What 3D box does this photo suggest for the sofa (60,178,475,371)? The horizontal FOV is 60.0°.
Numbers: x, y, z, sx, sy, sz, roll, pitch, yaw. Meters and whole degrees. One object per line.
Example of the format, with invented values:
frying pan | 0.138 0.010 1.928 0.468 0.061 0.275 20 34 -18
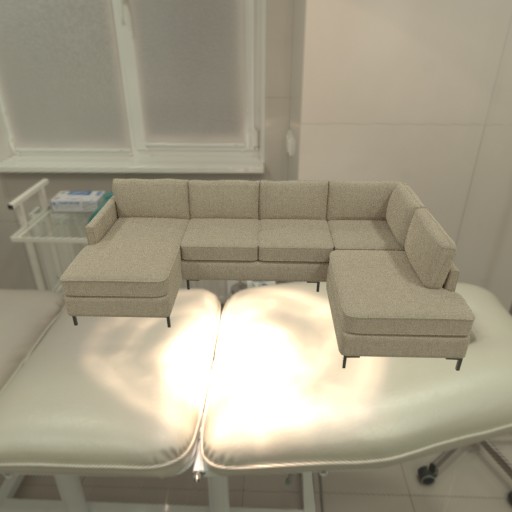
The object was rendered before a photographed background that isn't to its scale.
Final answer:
sofa | 0.000 0.000 4.288 3.423 0.996 2.021 1 29 1
